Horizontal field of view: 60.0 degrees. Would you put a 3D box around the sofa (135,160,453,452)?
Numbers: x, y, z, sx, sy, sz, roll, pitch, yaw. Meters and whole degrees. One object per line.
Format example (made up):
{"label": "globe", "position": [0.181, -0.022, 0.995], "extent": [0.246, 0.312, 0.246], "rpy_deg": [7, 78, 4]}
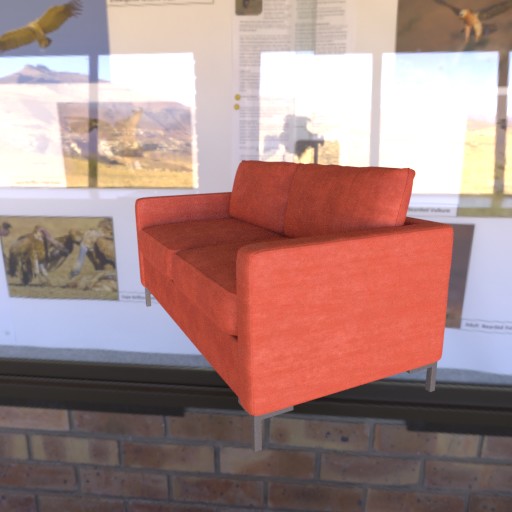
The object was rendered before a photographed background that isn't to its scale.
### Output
{"label": "sofa", "position": [0.000, 0.000, 2.148], "extent": [0.864, 0.896, 1.574], "rpy_deg": [-7, 16, -26]}
